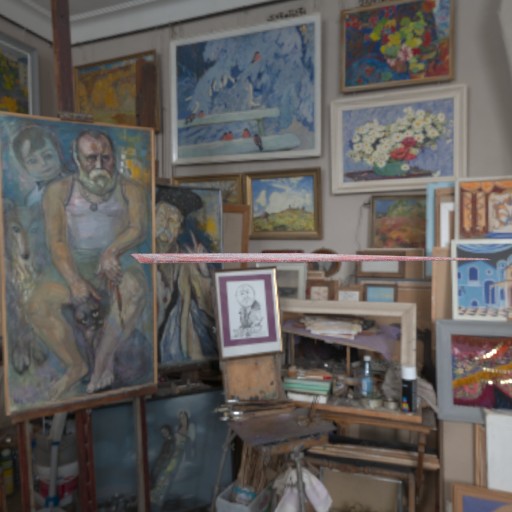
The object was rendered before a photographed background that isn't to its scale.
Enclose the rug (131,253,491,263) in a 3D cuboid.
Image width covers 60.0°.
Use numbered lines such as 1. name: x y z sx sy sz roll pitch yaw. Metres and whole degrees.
1. rug: 0.000 0.000 2.289 1.219 0.006 1.829 0 1 -17
